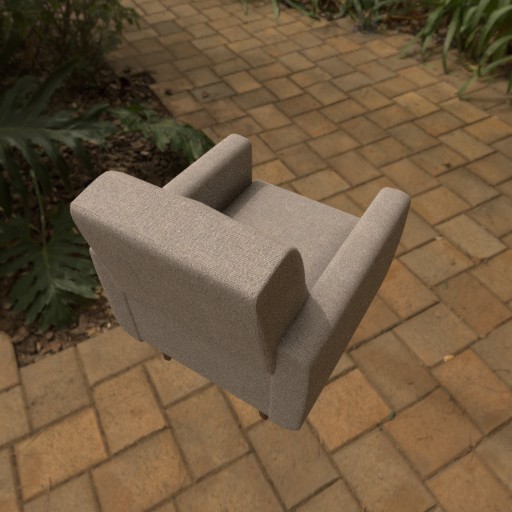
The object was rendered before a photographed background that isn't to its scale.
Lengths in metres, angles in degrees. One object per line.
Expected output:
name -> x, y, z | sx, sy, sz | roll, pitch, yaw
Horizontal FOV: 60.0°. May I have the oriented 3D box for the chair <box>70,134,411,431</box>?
chair -> 0.000, 0.000, 1.658 | 0.845, 0.968, 0.942 | 24, 52, 21
